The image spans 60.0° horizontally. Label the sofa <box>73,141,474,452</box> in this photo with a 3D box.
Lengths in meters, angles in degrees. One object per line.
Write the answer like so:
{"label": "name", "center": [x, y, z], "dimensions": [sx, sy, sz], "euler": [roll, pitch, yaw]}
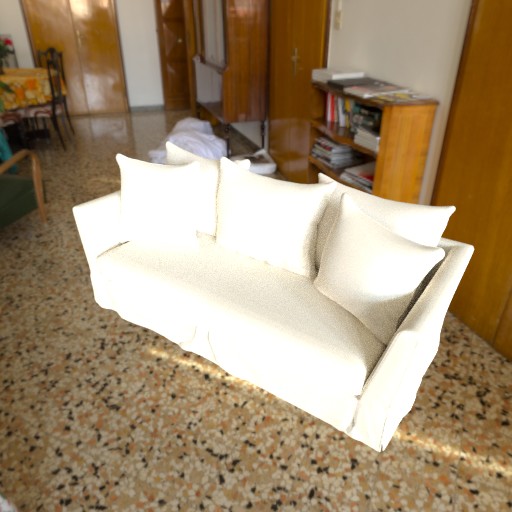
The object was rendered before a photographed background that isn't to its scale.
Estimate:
{"label": "sofa", "center": [0.000, 0.000, 2.790], "dimensions": [2.290, 1.034, 1.031], "euler": [19, 35, 30]}
